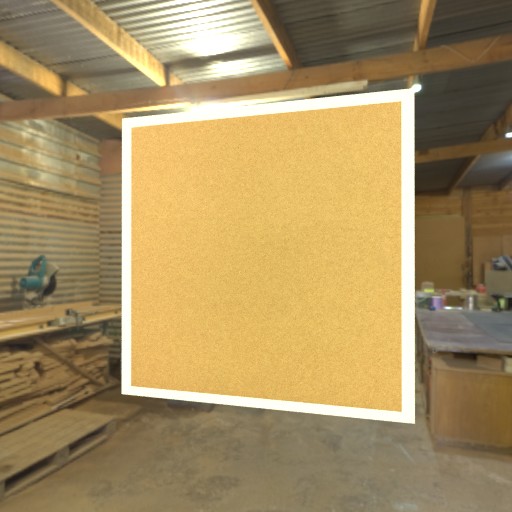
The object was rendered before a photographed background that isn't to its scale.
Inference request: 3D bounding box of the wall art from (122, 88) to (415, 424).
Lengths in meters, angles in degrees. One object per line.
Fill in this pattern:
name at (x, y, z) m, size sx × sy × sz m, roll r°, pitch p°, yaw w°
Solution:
wall art at (0.000, 0.000, 1.134) m, size 0.763 × 0.761 × 0.038 m, roll 0°, pitch 0°, yaw 17°
